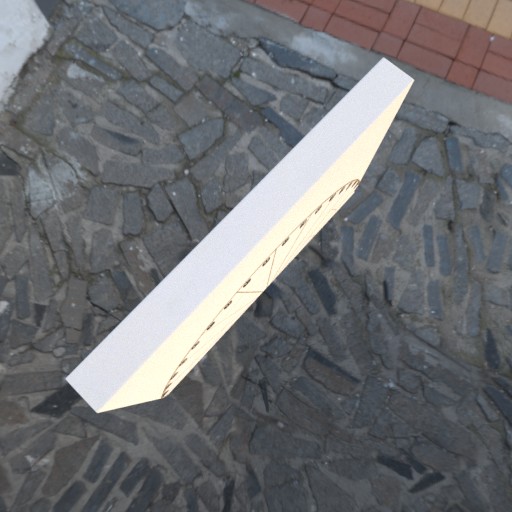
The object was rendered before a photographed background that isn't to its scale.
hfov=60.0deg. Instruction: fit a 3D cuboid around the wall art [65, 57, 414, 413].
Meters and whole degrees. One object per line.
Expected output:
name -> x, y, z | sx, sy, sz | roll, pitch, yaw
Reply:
wall art -> 0.000, 0.000, 0.487 | 0.039, 0.254, 0.384 | 42, 79, 10
